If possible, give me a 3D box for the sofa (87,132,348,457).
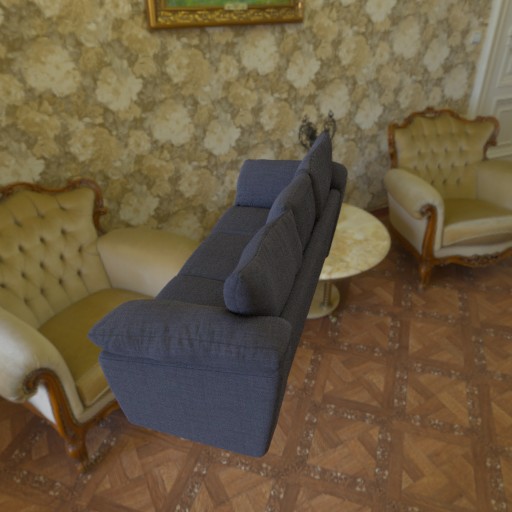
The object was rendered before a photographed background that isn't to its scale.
[{"bbox_3d":[0.000,0.000,2.854,0.883,1.080,2.336,9,32,14],"label":"sofa"}]
